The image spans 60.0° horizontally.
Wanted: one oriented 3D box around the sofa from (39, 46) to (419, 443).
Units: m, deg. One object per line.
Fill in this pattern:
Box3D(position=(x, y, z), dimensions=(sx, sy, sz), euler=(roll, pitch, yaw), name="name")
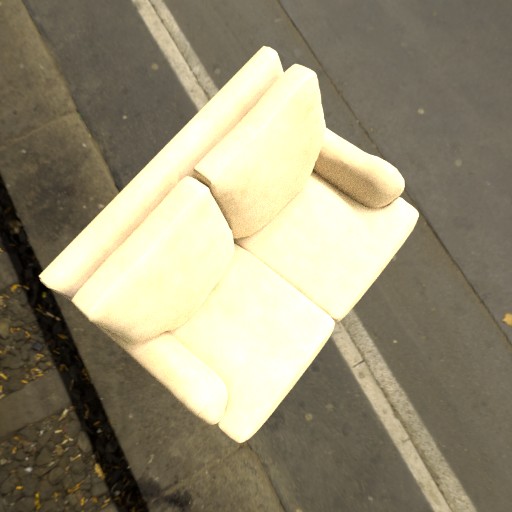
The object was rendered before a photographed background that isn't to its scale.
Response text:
Box3D(position=(0.000, 0.000, 2.239), dimensions=(1.086, 1.087, 1.498), euler=(39, 78, 10), name="sofa")
